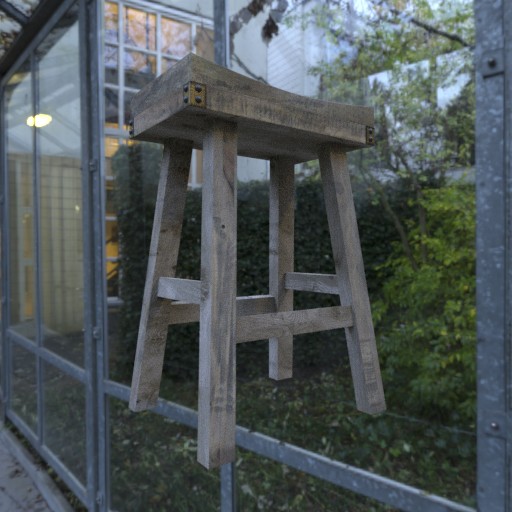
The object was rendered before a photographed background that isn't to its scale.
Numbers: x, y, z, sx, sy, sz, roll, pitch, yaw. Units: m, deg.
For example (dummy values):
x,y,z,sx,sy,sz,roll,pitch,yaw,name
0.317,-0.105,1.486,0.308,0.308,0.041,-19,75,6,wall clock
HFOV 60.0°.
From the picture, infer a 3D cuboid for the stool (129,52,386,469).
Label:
x,y,z,sx,sy,sz,roll,pitch,yaw,name
0.000,0.000,0.918,0.450,0.635,0.330,0,1,-36,stool
